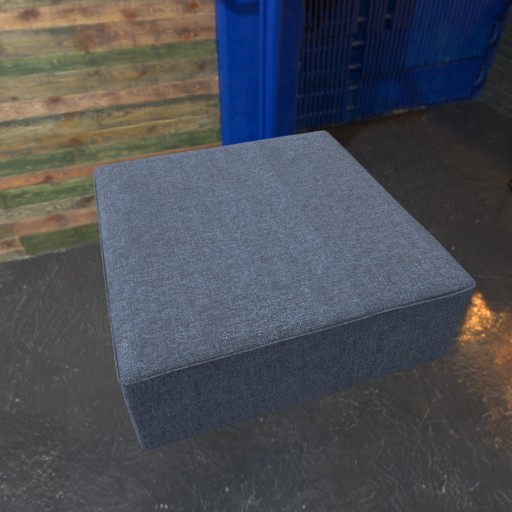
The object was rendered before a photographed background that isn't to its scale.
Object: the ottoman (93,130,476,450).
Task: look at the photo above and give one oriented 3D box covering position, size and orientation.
[{"bbox_3d":[0.000,0.000,1.592,1.017,0.423,1.023,-12,44,-13],"label":"ottoman"}]
